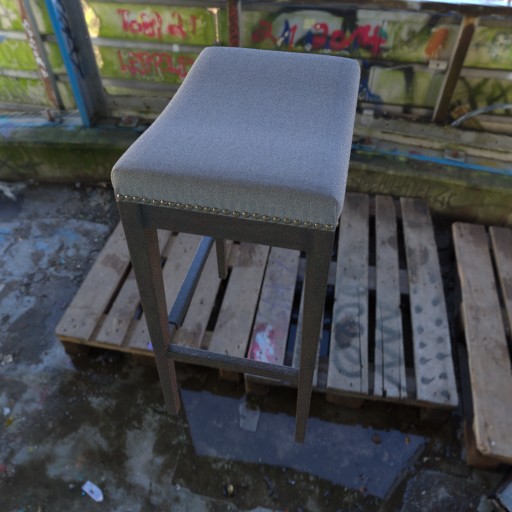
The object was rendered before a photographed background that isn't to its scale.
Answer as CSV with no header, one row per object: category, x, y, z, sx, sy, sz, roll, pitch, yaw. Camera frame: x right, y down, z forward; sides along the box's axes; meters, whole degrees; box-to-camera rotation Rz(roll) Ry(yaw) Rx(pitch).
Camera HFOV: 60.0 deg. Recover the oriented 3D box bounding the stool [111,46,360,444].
stool,0.000,0.000,1.028,0.356,0.762,0.508,9,47,9
